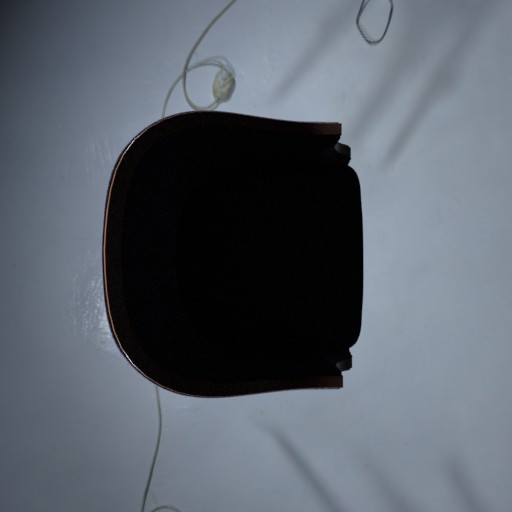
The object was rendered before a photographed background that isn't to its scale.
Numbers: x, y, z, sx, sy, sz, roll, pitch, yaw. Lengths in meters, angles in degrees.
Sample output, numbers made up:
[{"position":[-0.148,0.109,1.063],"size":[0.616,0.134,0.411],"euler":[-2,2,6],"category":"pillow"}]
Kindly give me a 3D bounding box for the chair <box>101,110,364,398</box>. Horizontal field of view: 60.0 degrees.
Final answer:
[{"position":[0.000,0.000,1.452],"size":[0.735,0.876,0.803],"euler":[0,88,-1],"category":"chair"}]
